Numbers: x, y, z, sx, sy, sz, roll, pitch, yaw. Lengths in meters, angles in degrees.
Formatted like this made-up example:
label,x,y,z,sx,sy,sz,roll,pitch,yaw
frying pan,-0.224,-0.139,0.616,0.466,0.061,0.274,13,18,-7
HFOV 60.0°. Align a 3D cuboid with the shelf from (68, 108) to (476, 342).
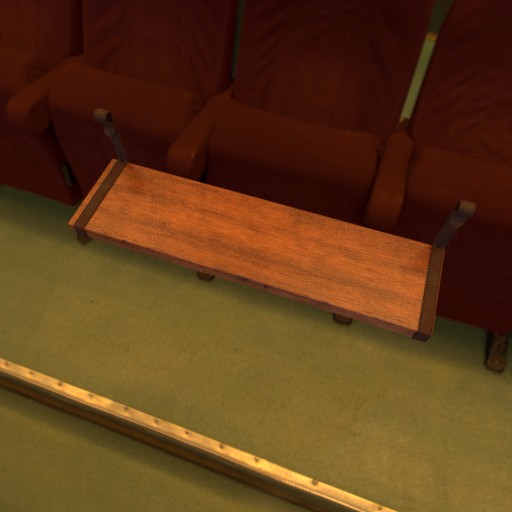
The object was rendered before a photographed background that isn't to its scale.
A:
label,x,y,z,sx,sy,sz,roll,pitch,yaw
shelf,0.000,0.000,0.702,0.567,0.330,0.146,16,60,10
